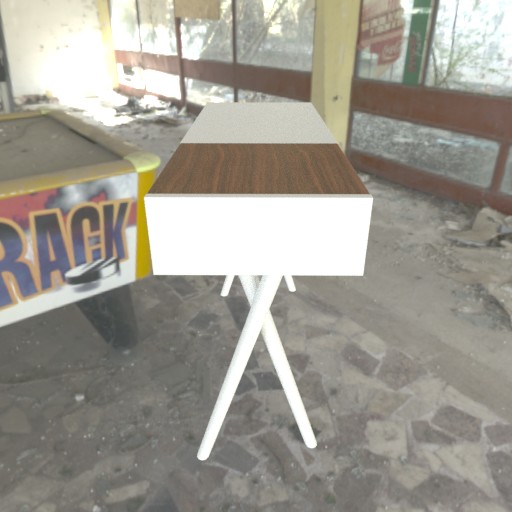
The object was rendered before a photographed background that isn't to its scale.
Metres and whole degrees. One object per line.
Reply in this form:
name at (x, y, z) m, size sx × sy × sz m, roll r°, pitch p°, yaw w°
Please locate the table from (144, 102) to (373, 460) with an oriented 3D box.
table at (0.000, 0.000, 1.422) m, size 0.418 × 0.785 × 1.066 m, roll 0°, pitch 28°, yaw 0°
